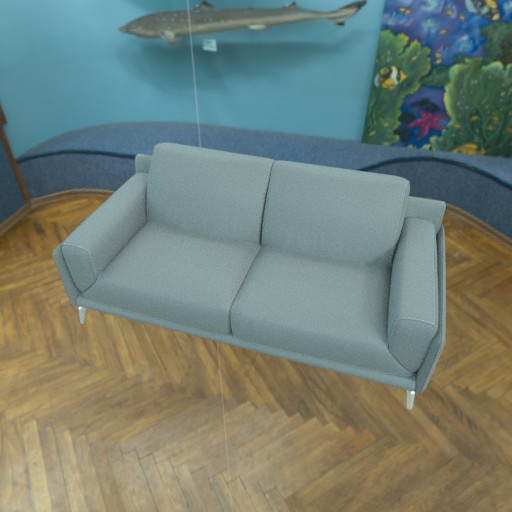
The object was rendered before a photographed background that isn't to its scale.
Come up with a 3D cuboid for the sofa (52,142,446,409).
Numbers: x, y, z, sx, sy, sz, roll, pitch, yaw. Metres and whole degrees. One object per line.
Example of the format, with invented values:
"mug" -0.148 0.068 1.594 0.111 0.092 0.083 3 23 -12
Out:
"sofa" 0.000 0.000 2.627 2.100 0.900 0.969 11 41 13
